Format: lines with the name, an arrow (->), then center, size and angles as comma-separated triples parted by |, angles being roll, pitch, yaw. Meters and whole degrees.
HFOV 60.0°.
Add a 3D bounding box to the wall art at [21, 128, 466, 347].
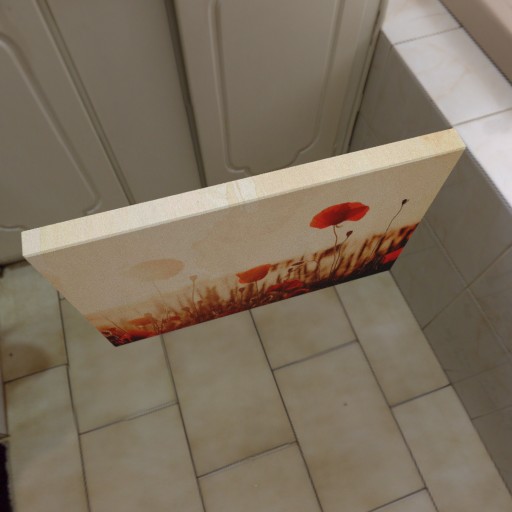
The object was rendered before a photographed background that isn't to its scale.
wall art -> 0.000, 0.000, 0.775 | 0.613, 0.402, 0.040 | -15, 64, -8
